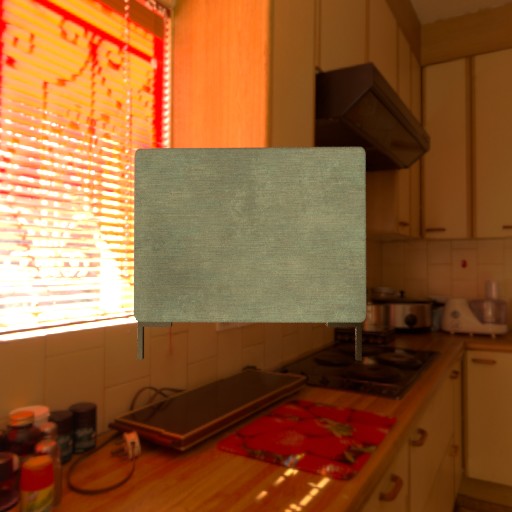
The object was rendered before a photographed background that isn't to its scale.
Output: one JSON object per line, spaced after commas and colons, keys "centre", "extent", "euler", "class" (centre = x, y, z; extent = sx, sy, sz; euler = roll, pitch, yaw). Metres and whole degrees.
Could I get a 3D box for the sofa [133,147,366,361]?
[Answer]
{"centre": [0.000, 0.000, 2.272], "extent": [0.686, 0.635, 1.981], "euler": [0, -1, 1], "class": "sofa"}
